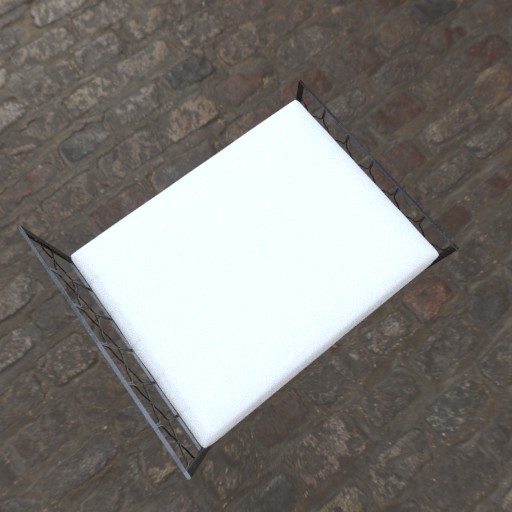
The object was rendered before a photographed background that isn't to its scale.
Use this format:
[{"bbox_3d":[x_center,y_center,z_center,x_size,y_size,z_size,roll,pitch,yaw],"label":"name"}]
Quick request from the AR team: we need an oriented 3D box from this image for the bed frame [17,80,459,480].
[{"bbox_3d":[0.000,0.000,3.008,2.063,1.222,1.597,-37,78,-9],"label":"bed frame"}]
